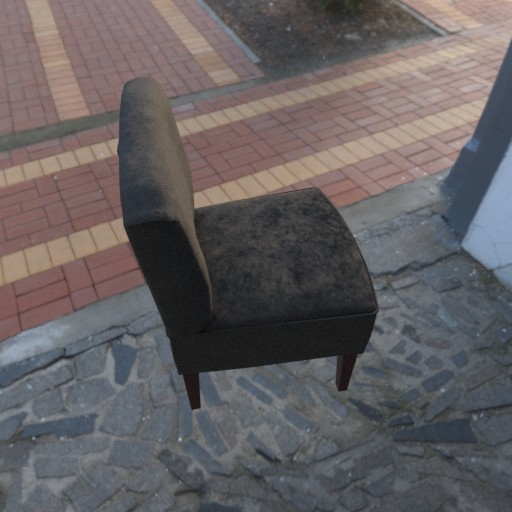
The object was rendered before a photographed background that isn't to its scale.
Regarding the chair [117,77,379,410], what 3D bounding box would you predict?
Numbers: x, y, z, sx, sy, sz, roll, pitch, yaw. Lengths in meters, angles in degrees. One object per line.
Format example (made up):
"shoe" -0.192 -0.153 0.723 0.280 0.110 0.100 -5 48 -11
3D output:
"chair" 0.000 0.000 1.185 0.554 0.806 0.521 -8 47 -8
